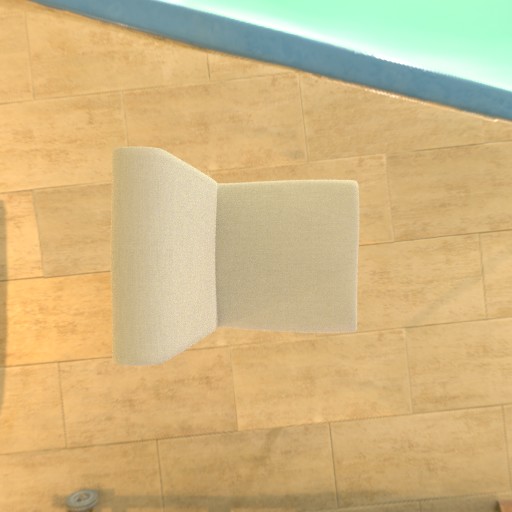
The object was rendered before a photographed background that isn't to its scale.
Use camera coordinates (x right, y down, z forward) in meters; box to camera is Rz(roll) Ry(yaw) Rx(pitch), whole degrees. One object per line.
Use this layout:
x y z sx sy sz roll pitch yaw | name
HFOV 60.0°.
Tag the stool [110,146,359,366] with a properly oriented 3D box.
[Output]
0.000 0.000 1.447 0.597 1.124 0.452 0 90 0 | stool
